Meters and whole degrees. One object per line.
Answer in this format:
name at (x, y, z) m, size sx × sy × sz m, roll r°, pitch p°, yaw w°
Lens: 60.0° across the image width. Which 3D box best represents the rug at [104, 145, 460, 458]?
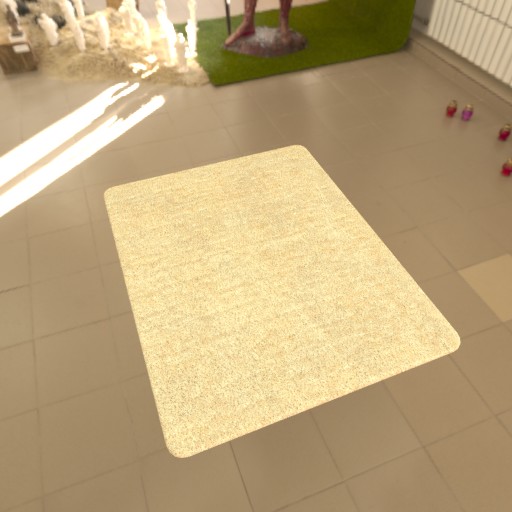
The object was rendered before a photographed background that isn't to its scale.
rug at (0.000, 0.000, 3.485) m, size 2.009 × 0.048 × 2.528 m, roll -16°, pitch 50°, yaw -14°
